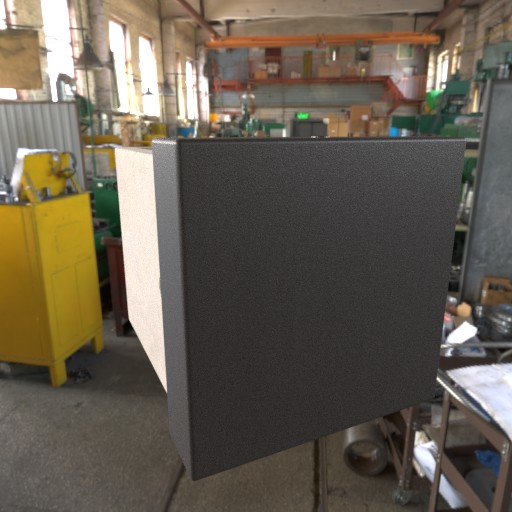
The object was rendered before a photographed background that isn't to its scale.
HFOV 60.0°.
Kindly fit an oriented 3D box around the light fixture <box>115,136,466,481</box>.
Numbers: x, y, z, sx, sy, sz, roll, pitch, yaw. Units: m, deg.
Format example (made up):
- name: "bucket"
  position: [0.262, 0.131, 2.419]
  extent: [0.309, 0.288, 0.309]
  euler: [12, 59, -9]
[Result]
- name: "light fixture"
  position: [0.000, 0.000, 0.231]
  extent: [0.121, 0.121, 0.143]
  euler: [-7, 17, -25]
